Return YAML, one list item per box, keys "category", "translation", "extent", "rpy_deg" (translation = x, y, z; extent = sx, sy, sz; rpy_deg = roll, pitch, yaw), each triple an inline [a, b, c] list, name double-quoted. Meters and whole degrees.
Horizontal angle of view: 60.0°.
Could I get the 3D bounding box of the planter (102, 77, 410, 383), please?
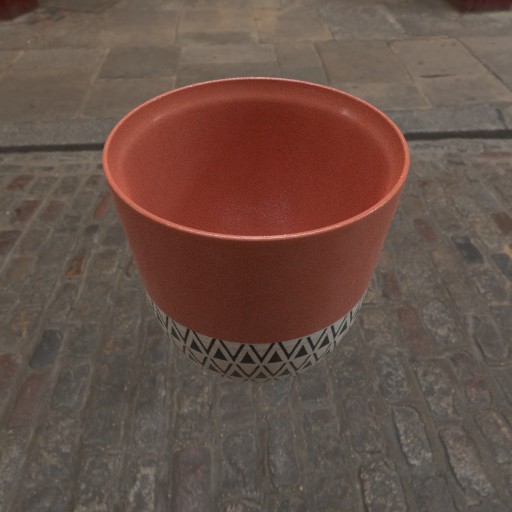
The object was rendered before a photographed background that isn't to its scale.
- category: "planter"
  translation: [0.000, 0.000, 0.363]
  extent: [0.195, 0.214, 0.195]
  rpy_deg: [0, 45, 0]
